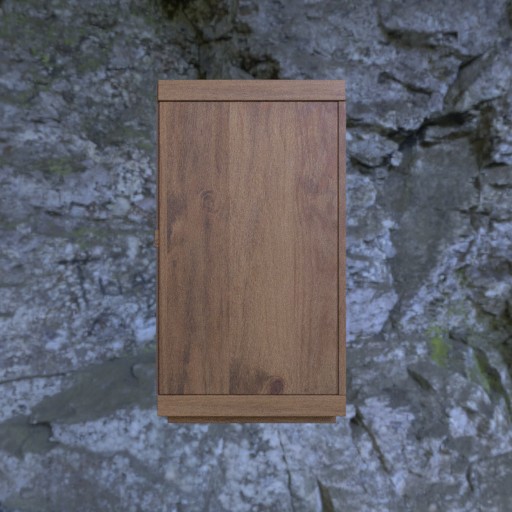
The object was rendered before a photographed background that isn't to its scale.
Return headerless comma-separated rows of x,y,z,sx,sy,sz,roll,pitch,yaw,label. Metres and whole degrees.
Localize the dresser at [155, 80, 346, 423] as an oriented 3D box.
0.000,0.000,1.671,0.479,0.825,1.261,0,0,0,dresser
